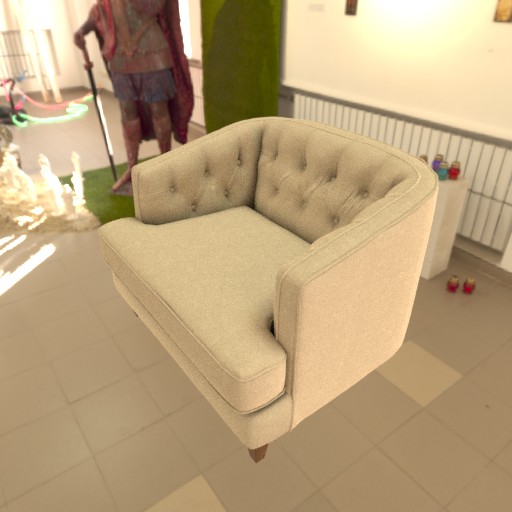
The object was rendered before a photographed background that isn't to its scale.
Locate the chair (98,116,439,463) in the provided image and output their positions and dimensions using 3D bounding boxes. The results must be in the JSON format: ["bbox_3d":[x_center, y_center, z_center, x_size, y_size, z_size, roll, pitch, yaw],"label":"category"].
[{"bbox_3d":[0.000,0.000,1.767,0.941,0.852,1.104,-21,38,-31],"label":"chair"}]
